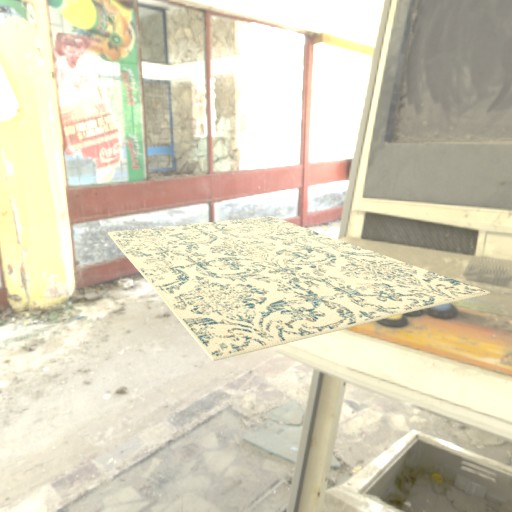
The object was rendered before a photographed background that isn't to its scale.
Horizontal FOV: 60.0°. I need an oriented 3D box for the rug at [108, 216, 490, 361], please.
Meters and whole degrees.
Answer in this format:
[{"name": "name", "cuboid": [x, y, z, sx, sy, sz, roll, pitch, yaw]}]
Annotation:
[{"name": "rug", "cuboid": [0.000, 0.000, 2.324, 1.213, 0.012, 1.831, -8, 18, -26]}]
